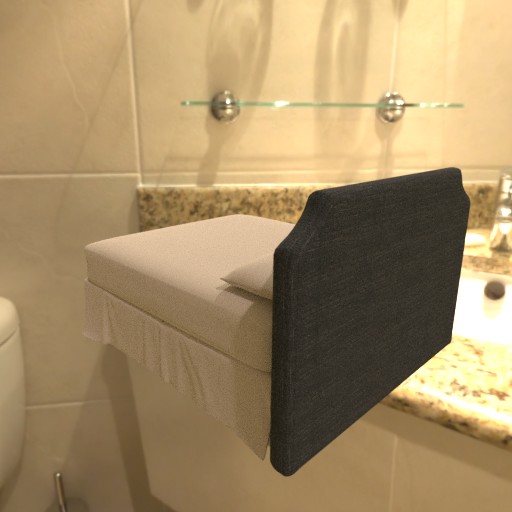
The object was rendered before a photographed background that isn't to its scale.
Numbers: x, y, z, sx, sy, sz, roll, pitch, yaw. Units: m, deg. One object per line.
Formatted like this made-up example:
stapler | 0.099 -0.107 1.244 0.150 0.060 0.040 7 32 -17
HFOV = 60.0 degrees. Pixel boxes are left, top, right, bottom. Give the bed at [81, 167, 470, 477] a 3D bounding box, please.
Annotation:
bed | 0.000 0.000 3.155 2.208 1.297 1.828 16 23 42
